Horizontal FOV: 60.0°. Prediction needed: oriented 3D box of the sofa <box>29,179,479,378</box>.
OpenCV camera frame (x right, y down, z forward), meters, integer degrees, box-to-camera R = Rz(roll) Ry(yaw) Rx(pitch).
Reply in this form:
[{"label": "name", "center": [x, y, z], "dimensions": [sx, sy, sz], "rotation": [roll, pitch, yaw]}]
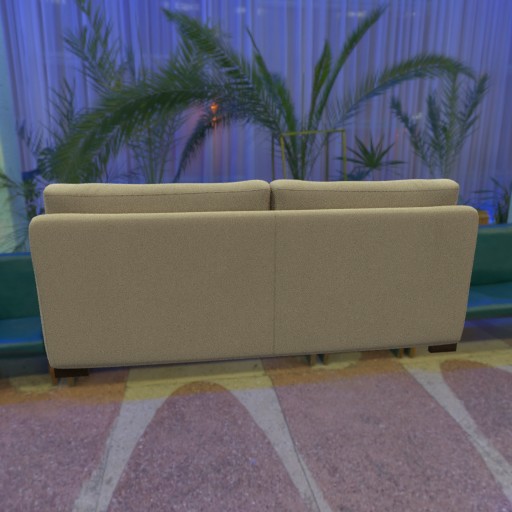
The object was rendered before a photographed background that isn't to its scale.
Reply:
[{"label": "sofa", "center": [0.000, 0.000, 2.569], "dimensions": [2.147, 0.925, 0.929], "rotation": [-2, 15, -7]}]
